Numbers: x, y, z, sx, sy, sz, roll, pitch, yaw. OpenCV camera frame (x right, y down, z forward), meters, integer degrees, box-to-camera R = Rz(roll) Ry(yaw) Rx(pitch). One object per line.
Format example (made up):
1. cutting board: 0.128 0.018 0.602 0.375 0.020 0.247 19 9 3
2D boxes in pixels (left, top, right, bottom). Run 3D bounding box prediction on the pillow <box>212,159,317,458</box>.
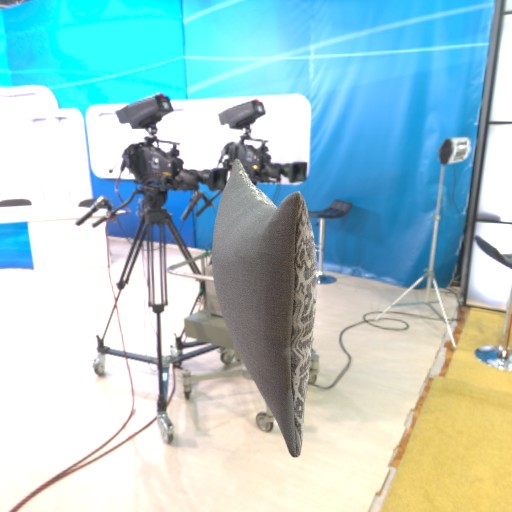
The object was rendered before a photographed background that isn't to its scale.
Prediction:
1. pillow: 0.000 0.000 0.746 0.148 0.290 0.631 -2 15 -8
